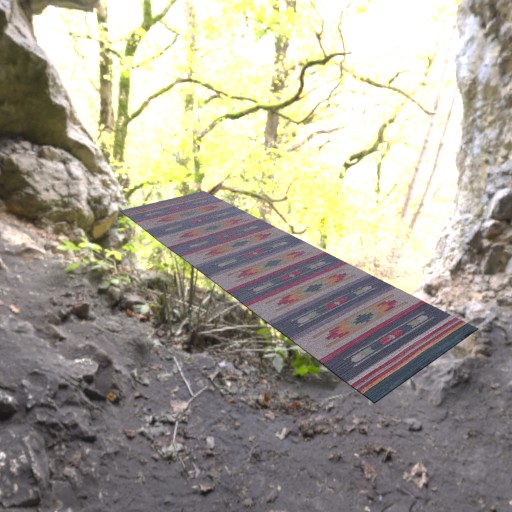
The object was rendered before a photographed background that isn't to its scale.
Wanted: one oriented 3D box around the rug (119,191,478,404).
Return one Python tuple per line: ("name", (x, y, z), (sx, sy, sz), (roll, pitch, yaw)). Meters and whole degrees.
("rug", (0.000, 0.000, 2.728), (0.760, 0.009, 2.440), (-20, 34, -33))
